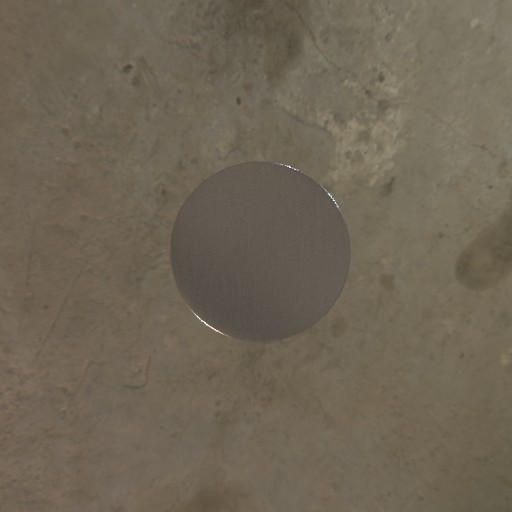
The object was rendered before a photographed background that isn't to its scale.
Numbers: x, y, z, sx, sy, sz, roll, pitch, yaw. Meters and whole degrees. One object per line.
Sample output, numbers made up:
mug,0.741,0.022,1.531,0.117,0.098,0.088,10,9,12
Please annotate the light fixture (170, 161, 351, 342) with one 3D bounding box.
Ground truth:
light fixture,0.000,0.000,0.444,0.102,0.400,0.102,0,89,-1
